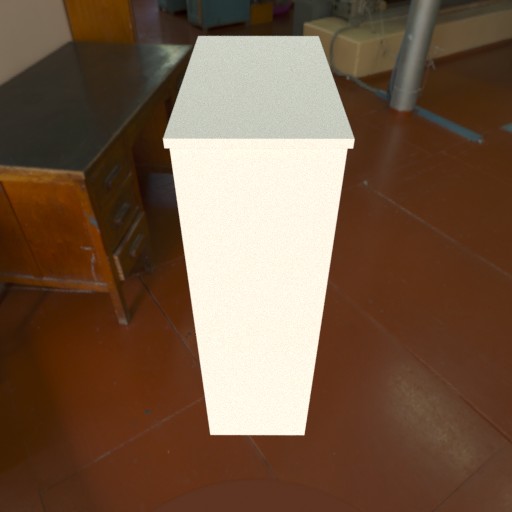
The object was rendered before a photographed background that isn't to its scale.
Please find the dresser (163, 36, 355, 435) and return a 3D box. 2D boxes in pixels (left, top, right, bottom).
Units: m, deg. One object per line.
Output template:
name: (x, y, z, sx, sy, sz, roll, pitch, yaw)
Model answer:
dresser: (0.000, 0.000, 1.570, 0.399, 1.255, 0.704, 0, 42, 0)
